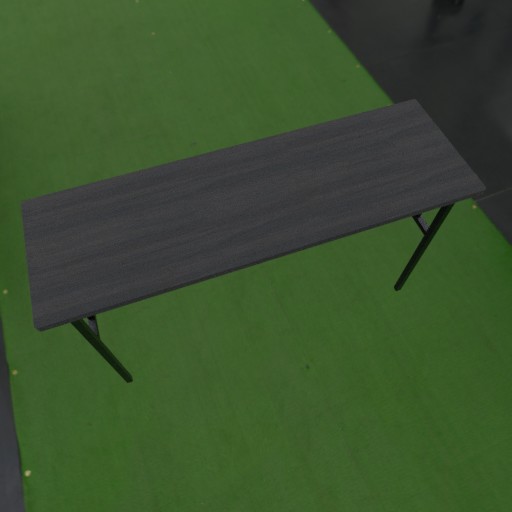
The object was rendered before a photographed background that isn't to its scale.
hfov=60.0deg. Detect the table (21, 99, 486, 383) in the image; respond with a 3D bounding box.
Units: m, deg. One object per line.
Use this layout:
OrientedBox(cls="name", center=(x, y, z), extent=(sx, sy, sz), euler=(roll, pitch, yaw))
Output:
OrientedBox(cls="table", center=(0.000, 0.000, 1.715), extent=(1.399, 0.750, 0.449), euler=(-17, 61, -10))
